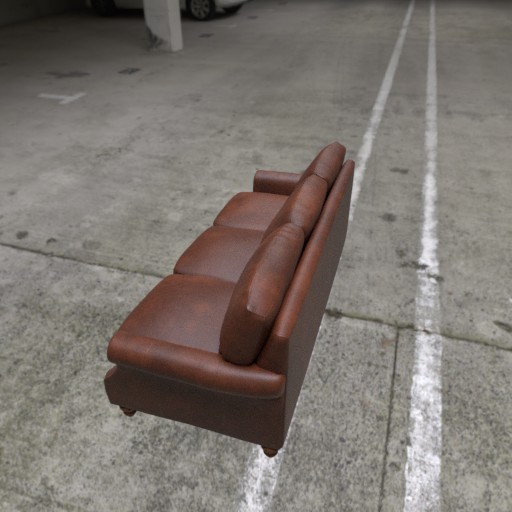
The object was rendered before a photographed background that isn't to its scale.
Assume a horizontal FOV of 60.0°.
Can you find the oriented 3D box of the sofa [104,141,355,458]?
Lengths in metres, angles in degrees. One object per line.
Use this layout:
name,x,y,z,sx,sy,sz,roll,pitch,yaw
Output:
sofa,0.000,0.000,2.918,0.973,0.977,2.351,10,33,15
